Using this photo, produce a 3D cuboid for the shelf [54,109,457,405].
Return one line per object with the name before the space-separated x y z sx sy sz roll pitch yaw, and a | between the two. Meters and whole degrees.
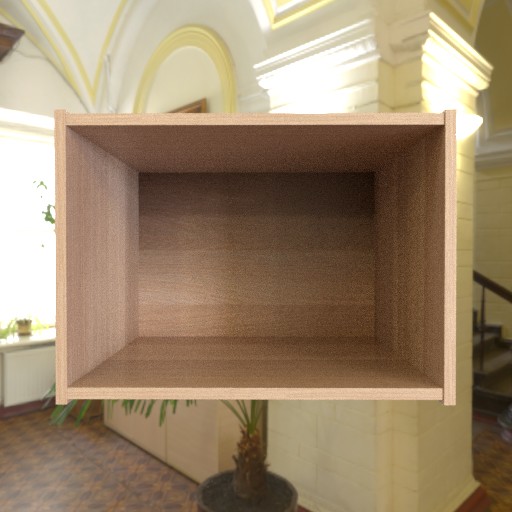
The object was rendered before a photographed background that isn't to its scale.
shelf | 0.000 0.000 0.602 0.415 0.305 0.290 0 1 0
